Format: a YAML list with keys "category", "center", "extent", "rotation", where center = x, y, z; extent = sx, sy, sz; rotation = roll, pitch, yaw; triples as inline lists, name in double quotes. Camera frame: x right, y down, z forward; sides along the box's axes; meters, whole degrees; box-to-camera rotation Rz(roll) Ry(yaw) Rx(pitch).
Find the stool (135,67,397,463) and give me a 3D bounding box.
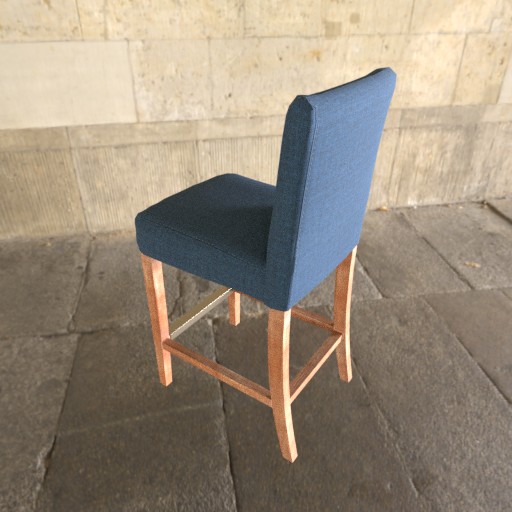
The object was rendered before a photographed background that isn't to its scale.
- category: "stool"
  center: [0.000, 0.000, 1.317]
  extent: [0.567, 1.039, 0.454]
  rotation: [21, 37, 30]
